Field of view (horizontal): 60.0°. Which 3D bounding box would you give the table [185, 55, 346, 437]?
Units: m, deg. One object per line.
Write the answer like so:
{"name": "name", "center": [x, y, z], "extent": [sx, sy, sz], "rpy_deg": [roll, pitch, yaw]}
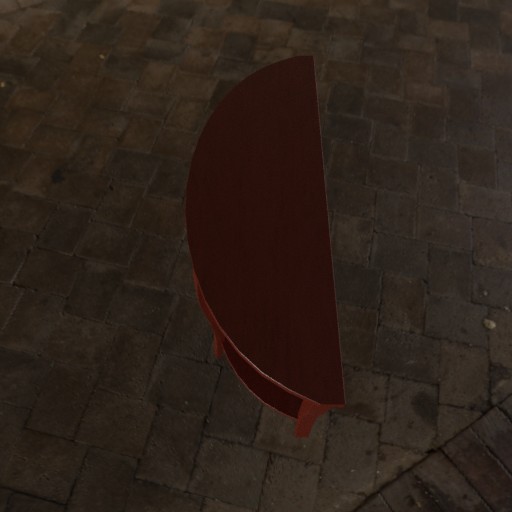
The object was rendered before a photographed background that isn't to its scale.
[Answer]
{"name": "table", "center": [0.000, 0.000, 1.618], "extent": [0.405, 0.779, 1.219], "rpy_deg": [0, 59, 0]}
